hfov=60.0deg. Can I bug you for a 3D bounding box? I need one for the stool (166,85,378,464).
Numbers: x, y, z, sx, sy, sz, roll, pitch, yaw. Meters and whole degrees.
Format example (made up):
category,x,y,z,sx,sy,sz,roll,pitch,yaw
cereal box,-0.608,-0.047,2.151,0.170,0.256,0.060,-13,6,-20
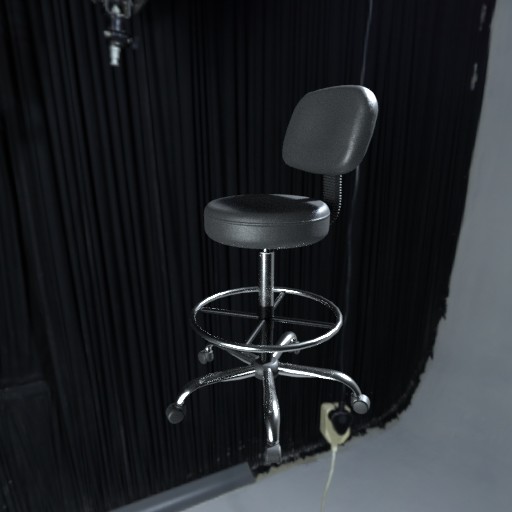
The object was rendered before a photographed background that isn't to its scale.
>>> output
category,x,y,z,sx,sy,sz,roll,pitch,yaw
stool,0.000,0.000,1.466,0.658,1.069,0.694,-8,18,-25
